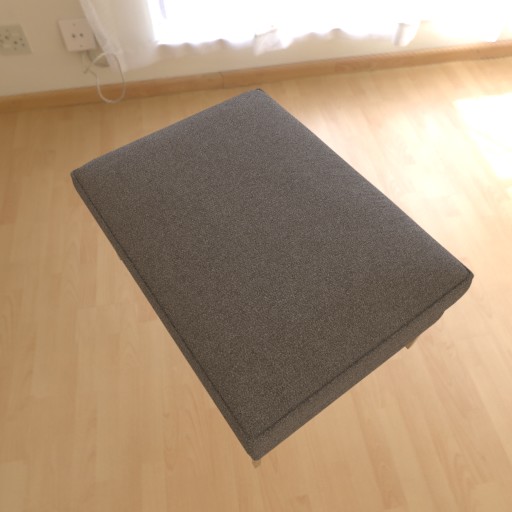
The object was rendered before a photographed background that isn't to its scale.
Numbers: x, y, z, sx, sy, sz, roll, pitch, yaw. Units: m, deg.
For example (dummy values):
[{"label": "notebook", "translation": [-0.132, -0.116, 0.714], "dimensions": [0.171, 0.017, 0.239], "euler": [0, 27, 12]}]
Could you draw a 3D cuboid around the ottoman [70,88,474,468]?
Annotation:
[{"label": "ottoman", "translation": [0.000, 0.000, 1.127], "dimensions": [0.583, 0.464, 0.785], "euler": [-31, 62, -19]}]
